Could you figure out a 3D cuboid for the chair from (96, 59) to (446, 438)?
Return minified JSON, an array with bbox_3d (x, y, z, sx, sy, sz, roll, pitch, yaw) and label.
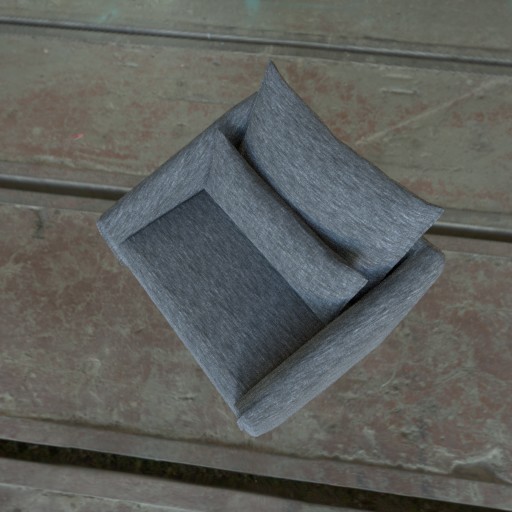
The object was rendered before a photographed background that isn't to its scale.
[{"bbox_3d":[0.000,0.000,1.624,0.805,0.842,1.004,-35,68,-16],"label":"chair"}]
